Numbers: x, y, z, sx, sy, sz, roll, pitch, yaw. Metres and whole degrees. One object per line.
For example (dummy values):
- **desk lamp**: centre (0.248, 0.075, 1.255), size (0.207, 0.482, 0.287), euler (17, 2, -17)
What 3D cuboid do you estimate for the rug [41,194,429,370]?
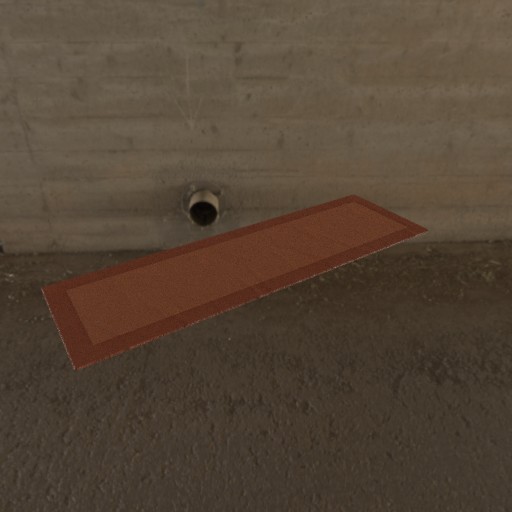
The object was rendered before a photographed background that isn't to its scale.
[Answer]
- **rug**: centre (0.000, 0.000, 2.815), size (2.471, 0.013, 0.914), euler (-21, 37, -31)
